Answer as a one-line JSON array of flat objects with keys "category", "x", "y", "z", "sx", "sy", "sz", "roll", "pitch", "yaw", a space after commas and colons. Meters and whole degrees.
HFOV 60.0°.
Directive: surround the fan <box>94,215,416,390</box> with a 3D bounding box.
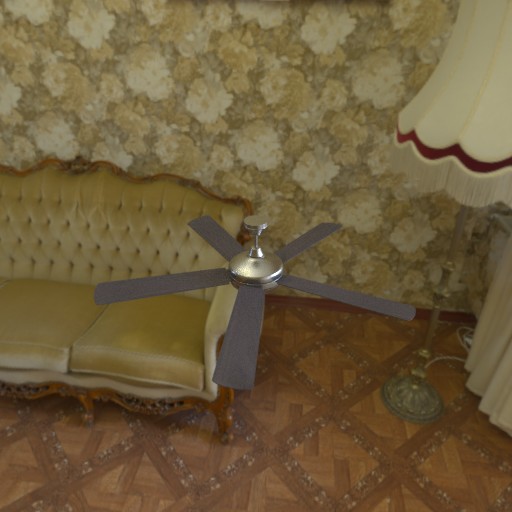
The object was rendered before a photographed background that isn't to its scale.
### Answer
[{"category": "fan", "x": 0.000, "y": 0.000, "z": 1.991, "sx": 1.321, "sy": 0.356, "sz": 1.321, "roll": -22, "pitch": 37, "yaw": -33}]
